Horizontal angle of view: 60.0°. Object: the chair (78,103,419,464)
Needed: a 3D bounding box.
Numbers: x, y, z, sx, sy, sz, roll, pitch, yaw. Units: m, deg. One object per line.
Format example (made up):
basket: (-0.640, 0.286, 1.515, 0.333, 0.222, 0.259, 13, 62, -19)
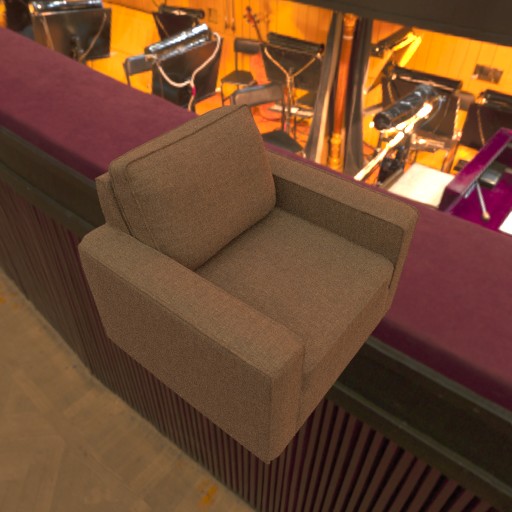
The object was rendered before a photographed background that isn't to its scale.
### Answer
chair: (0.000, 0.000, 1.785, 0.940, 0.914, 1.016, 28, 49, 27)
